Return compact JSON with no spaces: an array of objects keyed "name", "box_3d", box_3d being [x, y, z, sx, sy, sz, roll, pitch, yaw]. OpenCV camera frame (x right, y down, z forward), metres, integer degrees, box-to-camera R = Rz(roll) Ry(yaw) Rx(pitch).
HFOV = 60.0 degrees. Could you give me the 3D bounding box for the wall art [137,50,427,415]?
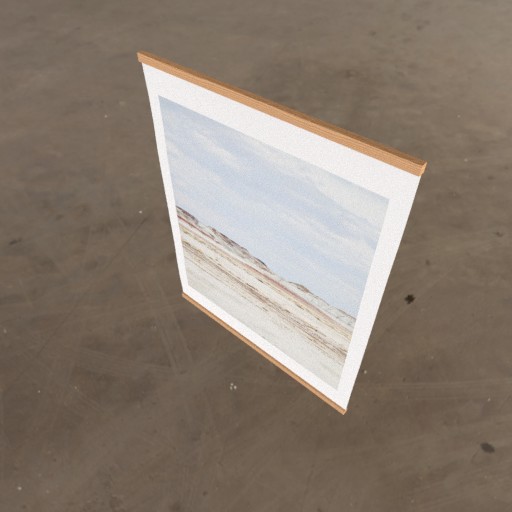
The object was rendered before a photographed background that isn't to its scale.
[{"name":"wall art","box_3d":[0.000,0.000,0.676,0.404,0.507,0.010,31,53,27]}]
